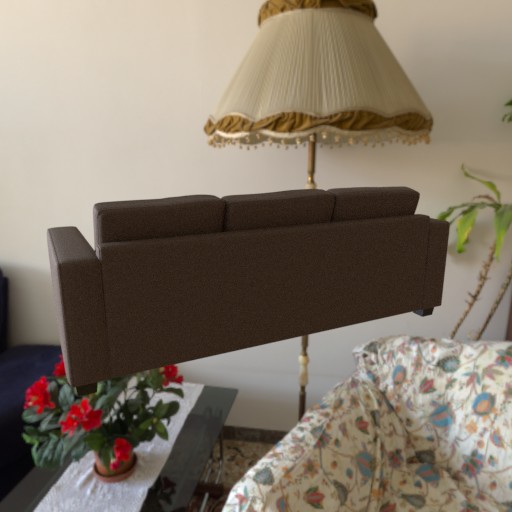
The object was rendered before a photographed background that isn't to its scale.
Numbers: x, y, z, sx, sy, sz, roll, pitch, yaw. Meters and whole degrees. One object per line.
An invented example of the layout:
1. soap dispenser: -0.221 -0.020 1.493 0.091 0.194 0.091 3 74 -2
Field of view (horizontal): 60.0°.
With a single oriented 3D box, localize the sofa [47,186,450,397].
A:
1. sofa: 0.000 0.000 2.580 2.160 0.806 0.900 -7 16 -26
